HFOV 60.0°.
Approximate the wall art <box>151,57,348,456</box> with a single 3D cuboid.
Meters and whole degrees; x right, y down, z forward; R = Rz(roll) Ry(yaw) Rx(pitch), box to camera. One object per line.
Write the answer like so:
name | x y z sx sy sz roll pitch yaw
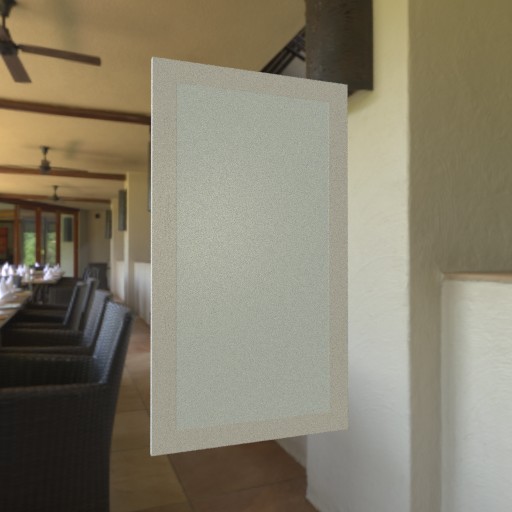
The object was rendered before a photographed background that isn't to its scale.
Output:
wall art | 0.000 0.000 0.824 0.380 0.683 0.013 0 -1 -19
